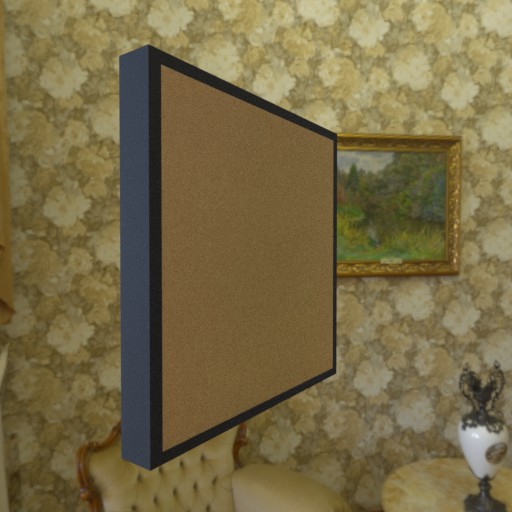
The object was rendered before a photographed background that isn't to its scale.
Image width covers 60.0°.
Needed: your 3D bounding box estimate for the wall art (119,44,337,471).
[{"bbox_3d":[0.000,0.000,0.449,0.033,0.304,0.305,1,1,36],"label":"wall art"}]
